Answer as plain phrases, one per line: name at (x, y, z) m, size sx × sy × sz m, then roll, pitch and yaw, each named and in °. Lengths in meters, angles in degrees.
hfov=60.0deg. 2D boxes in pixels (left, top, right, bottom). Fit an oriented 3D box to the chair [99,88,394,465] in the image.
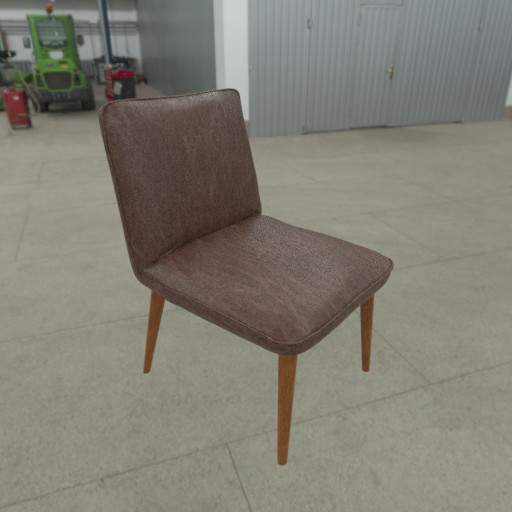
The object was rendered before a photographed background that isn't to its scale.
chair at (0.000, 0.000, 1.211) m, size 0.645 × 0.803 × 0.543 m, roll 17°, pitch 31°, yaw 31°
